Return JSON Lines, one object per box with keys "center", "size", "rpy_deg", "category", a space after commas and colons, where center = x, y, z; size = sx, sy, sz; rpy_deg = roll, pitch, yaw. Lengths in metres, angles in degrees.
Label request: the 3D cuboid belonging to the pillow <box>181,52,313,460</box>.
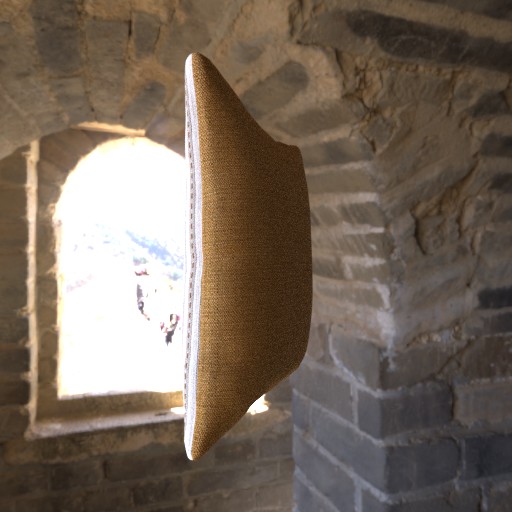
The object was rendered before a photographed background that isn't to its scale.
{"center": [0.000, 0.000, 0.672], "size": [0.147, 0.437, 0.432], "rpy_deg": [0, 0, 19], "category": "pillow"}
